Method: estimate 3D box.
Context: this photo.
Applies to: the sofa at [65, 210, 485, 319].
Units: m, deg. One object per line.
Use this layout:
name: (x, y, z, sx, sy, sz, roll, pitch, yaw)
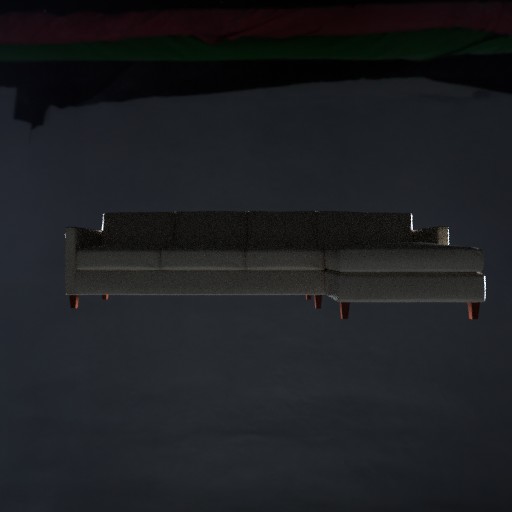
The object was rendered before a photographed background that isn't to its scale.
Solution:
sofa: (0.000, 0.000, 4.112, 3.471, 0.954, 1.603, 0, 0, 1)
